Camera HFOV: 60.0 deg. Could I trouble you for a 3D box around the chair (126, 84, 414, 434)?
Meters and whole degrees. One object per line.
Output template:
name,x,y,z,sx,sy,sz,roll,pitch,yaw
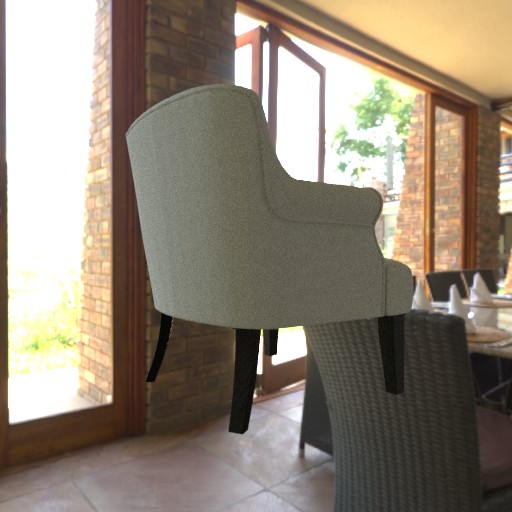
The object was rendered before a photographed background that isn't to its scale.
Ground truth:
chair,0.000,0.000,1.486,0.750,0.875,0.781,0,1,-37
